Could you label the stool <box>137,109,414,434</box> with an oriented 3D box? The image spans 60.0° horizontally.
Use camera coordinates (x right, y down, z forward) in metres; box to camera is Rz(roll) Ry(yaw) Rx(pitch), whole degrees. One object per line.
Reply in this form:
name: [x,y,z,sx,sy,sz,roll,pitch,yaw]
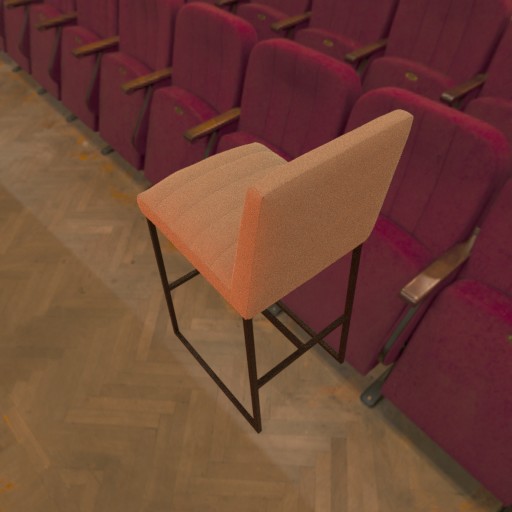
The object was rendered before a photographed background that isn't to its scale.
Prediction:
stool: [0.000,0.000,1.388,0.464,1.061,0.573,-31,54,-26]
